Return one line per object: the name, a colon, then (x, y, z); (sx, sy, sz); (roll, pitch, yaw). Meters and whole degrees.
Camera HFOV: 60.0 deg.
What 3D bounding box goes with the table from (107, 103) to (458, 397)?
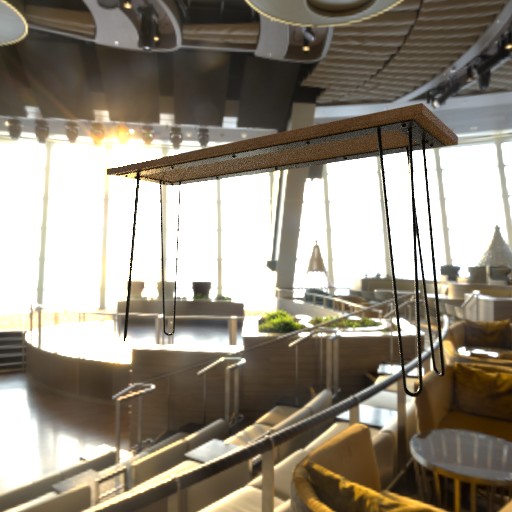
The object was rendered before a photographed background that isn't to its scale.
table: (0.000, 0.000, 1.747); (1.400, 0.799, 0.399); (0, -1, 37)
